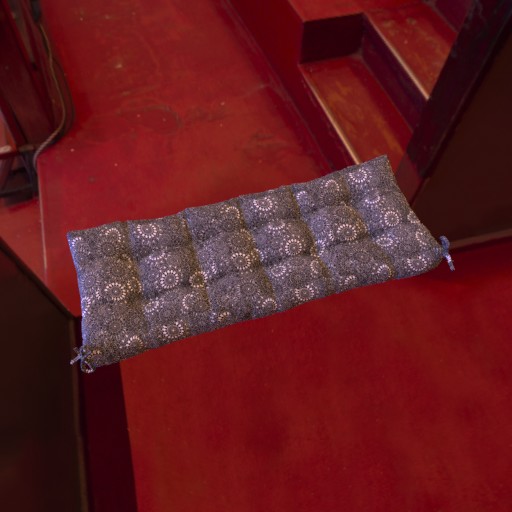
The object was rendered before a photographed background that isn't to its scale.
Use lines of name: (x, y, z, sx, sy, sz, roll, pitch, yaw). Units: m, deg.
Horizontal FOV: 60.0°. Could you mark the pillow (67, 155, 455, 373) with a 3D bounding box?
pillow: (0.000, 0.000, 1.394, 1.194, 0.174, 0.511, -15, 60, -9)
